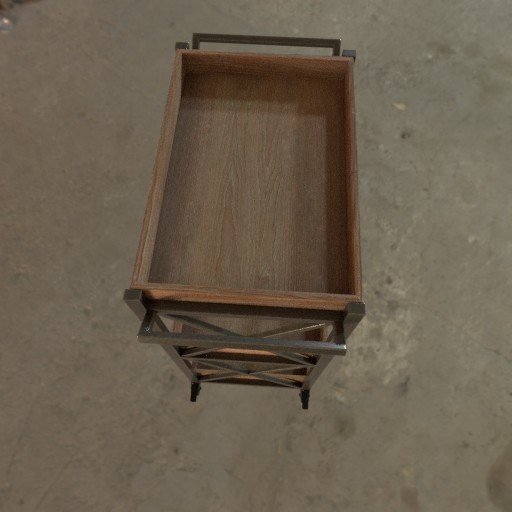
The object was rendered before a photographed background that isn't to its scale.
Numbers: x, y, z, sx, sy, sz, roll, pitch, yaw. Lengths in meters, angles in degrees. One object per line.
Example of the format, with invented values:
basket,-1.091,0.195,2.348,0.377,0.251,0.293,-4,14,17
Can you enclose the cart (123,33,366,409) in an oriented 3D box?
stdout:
cart,0.000,0.000,1.165,0.377,0.835,0.673,3,65,2
